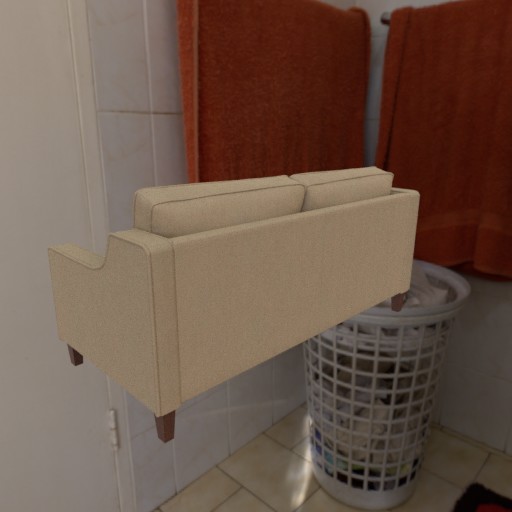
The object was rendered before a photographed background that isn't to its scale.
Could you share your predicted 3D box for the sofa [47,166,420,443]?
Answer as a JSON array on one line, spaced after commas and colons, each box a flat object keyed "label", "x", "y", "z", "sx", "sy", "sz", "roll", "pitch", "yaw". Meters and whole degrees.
[{"label": "sofa", "x": 0.000, "y": 0.000, "z": 2.818, "sx": 2.178, "sy": 1.071, "sz": 1.066, "roll": -15, "pitch": 22, "yaw": -43}]
